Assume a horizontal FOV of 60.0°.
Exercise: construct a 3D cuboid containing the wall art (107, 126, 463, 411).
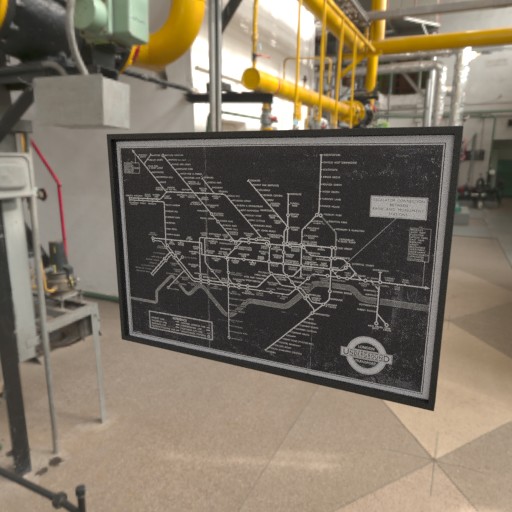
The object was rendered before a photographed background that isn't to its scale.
[{"bbox_3d":[0.000,0.000,0.555,0.443,0.301,0.021,6,15,25],"label":"wall art"}]
